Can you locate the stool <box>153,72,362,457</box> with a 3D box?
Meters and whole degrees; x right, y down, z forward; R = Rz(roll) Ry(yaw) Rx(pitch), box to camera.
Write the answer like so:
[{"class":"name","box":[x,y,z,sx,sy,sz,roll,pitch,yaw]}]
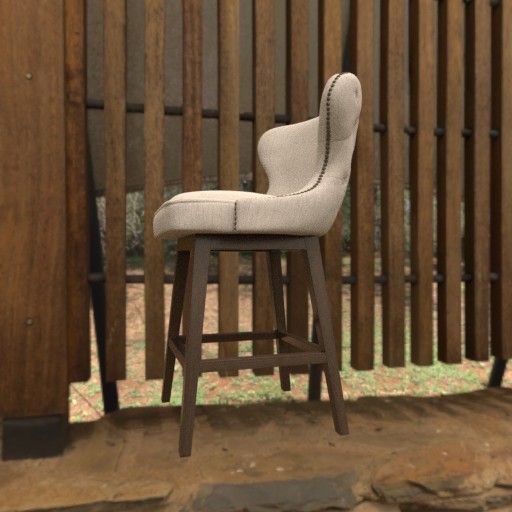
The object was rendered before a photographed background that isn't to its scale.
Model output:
[{"class":"stool","box":[0.000,0.000,1.361,0.597,0.972,0.615,0,0,-18]}]
